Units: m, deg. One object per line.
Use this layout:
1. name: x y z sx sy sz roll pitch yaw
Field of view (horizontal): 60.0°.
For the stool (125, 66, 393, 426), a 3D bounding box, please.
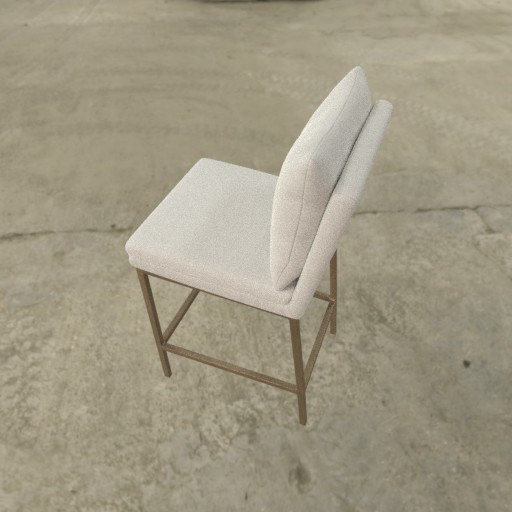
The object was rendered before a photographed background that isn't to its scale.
1. stool: 0.000 0.000 1.341 0.572 1.032 0.463 16 47 15
